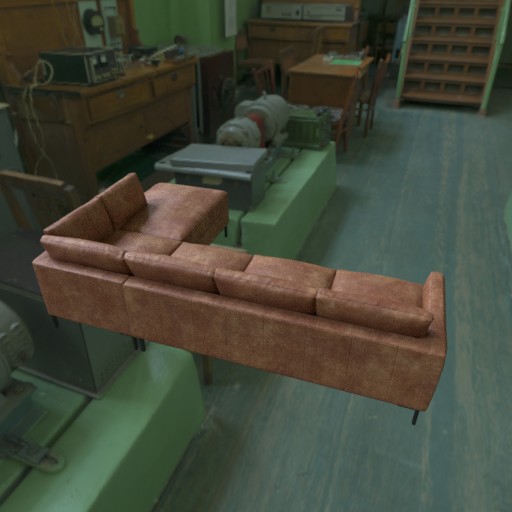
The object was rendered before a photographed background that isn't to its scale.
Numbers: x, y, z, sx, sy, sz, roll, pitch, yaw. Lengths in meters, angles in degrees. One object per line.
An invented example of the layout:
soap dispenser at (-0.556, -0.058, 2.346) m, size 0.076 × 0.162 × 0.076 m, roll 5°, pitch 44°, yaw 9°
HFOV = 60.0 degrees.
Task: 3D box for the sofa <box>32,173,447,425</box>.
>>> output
sofa at (0.000, 0.000, 3.801) m, size 2.984 × 0.877 × 1.938 m, roll 11°, pitch 34°, yaw 16°
